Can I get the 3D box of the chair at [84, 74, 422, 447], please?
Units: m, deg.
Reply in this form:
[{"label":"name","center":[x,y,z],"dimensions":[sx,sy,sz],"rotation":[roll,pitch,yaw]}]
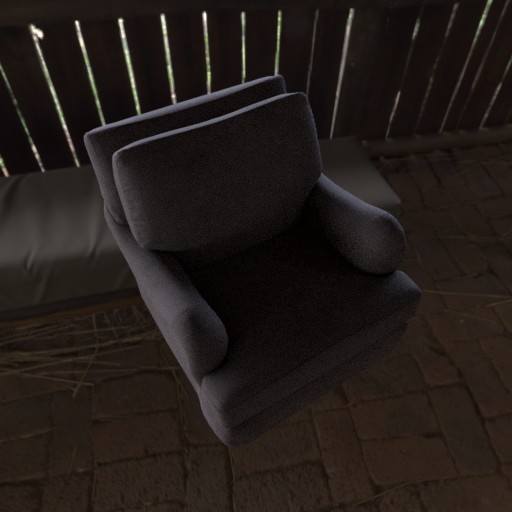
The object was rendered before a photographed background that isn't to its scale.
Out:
[{"label":"chair","center":[0.000,0.000,1.830],"dimensions":[0.955,0.997,1.070],"rotation":[-25,53,-21]}]
